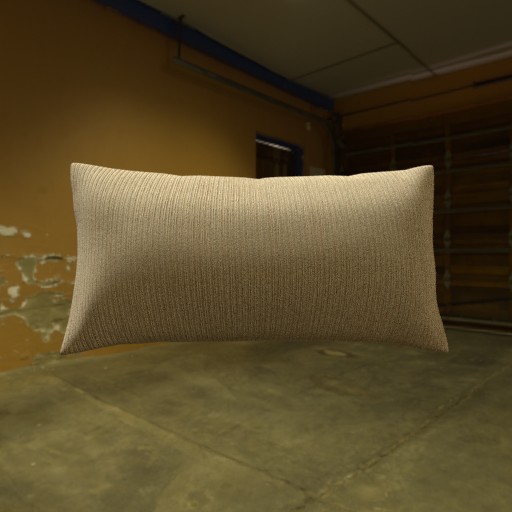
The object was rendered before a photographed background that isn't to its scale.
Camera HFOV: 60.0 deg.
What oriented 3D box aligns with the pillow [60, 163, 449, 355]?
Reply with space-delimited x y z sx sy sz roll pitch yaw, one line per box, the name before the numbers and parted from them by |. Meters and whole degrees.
pillow | 0.000 0.000 0.714 0.608 0.307 0.155 0 -1 -2
